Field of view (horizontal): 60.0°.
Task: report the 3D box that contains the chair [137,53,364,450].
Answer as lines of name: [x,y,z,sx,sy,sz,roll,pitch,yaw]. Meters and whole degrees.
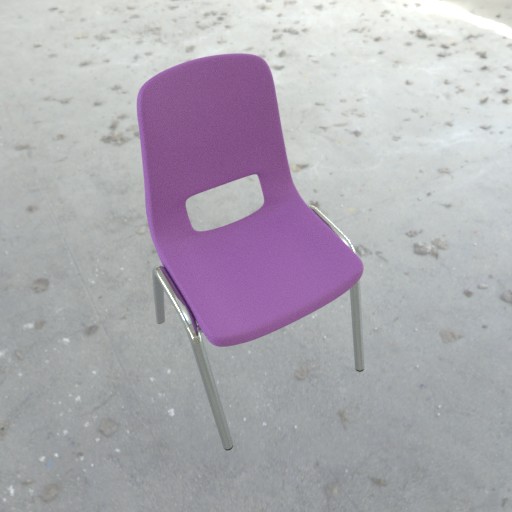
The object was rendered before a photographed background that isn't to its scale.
chair: [0.000,0.000,0.674,0.291,0.493,0.301,-23,51,-21]
